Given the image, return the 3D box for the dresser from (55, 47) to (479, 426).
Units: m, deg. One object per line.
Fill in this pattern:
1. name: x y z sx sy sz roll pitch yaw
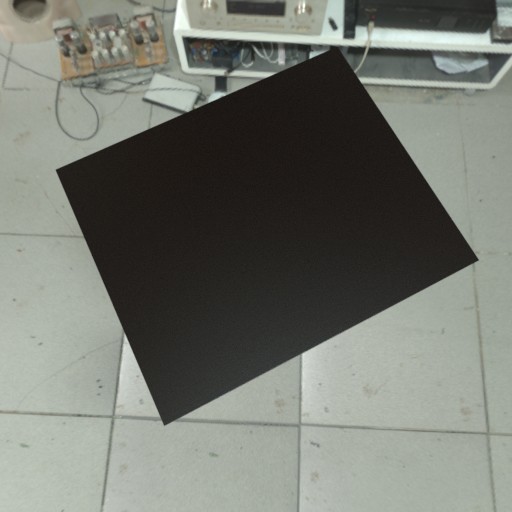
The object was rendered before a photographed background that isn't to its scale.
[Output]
1. dresser: 0.000 0.000 0.761 0.400 0.470 0.360 -26 76 -7
